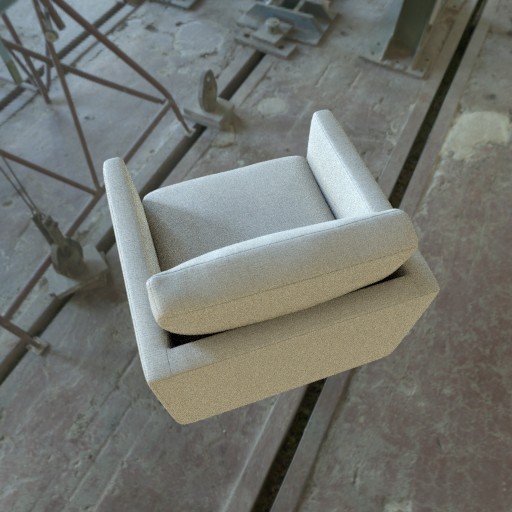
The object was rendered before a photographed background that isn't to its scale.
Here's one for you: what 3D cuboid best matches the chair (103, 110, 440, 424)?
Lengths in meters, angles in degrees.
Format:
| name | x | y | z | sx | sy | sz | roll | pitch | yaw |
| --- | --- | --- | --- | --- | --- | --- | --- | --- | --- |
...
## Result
| name | x | y | z | sx | sy | sz | roll | pitch | yaw |
| --- | --- | --- | --- | --- | --- | --- | --- | --- | --- |
| chair | 0.000 | 0.000 | 1.800 | 0.996 | 0.919 | 0.959 | -16 | 60 | -10 |
